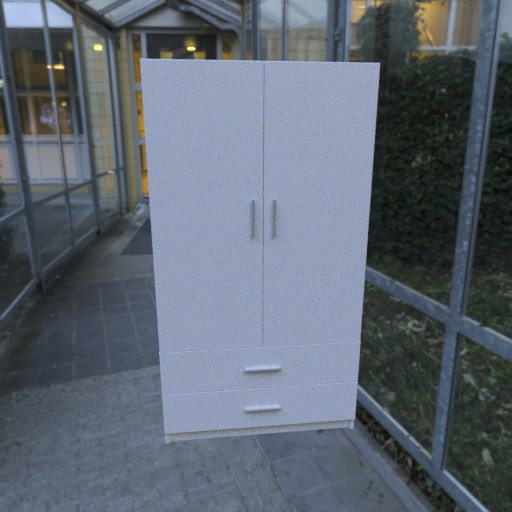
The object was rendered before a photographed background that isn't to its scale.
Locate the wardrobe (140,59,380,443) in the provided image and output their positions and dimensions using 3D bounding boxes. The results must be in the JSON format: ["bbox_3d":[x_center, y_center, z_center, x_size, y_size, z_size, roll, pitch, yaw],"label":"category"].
[{"bbox_3d":[0.000,0.000,2.313,0.991,1.808,0.577,-2,16,-7],"label":"wardrobe"}]
